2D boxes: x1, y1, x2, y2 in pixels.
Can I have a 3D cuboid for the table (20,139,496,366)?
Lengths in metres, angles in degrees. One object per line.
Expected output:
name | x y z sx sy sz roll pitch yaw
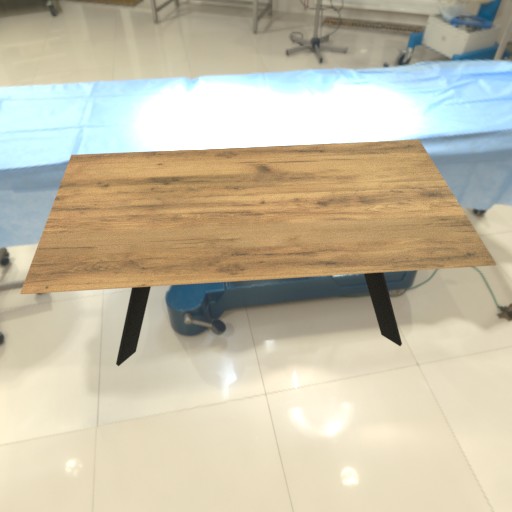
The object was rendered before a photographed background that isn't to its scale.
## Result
table | 0.000 0.000 2.476 2.000 0.770 1.000 -3 46 -3
